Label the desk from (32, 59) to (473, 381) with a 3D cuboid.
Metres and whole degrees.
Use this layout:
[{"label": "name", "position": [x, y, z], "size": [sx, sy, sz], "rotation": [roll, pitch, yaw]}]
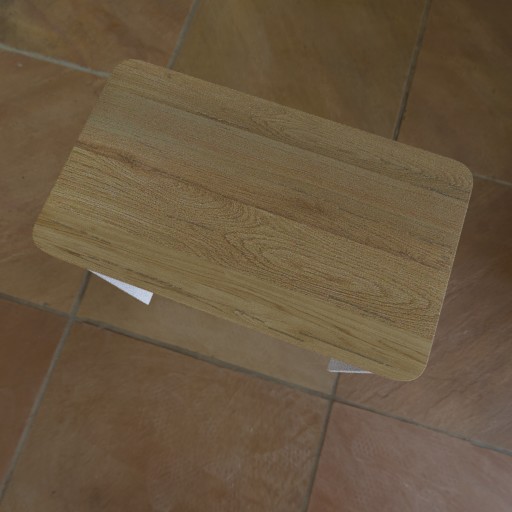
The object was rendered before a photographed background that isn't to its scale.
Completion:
[{"label": "desk", "position": [0.000, 0.000, 1.227], "size": [0.760, 0.790, 0.440], "rotation": [19, 77, 5]}]
